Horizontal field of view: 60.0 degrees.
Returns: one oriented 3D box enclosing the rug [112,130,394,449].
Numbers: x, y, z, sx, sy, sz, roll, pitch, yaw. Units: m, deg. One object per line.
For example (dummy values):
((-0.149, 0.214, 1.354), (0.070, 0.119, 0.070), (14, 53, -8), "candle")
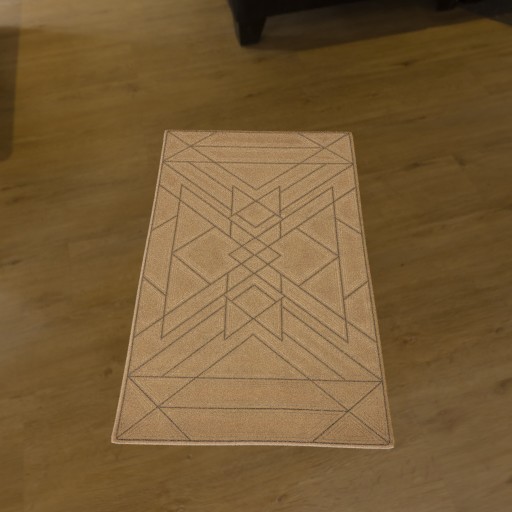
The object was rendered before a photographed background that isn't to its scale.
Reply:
((0.000, 0.000, 3.085), (1.575, 0.023, 2.459), (1, 59, 1), "rug")
